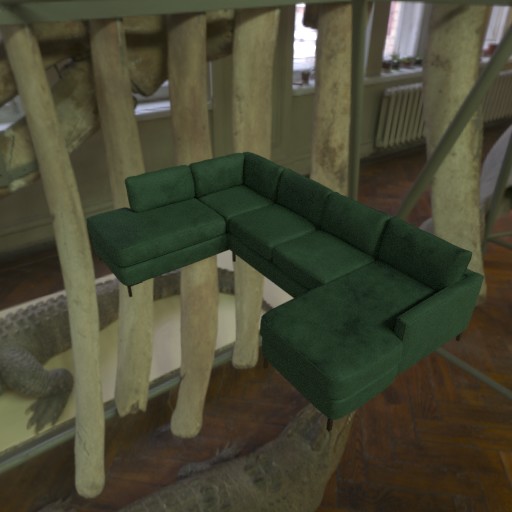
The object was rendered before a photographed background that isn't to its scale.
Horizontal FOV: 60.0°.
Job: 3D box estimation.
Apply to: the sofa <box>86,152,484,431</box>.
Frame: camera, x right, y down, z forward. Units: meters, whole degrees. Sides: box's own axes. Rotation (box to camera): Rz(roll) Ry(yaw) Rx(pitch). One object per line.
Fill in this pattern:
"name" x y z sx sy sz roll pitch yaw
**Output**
"sofa" 0.000 0.000 3.809 1.992 0.861 2.994 -21 37 -30
